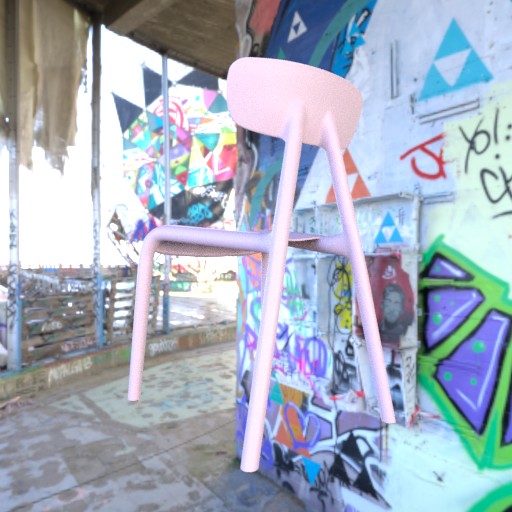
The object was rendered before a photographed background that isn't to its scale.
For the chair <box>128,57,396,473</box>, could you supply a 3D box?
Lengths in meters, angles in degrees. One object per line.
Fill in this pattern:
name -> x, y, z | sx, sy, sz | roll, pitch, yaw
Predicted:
chair -> 0.000, 0.000, 0.837 | 0.356, 0.580, 0.401 | 0, 0, -36
